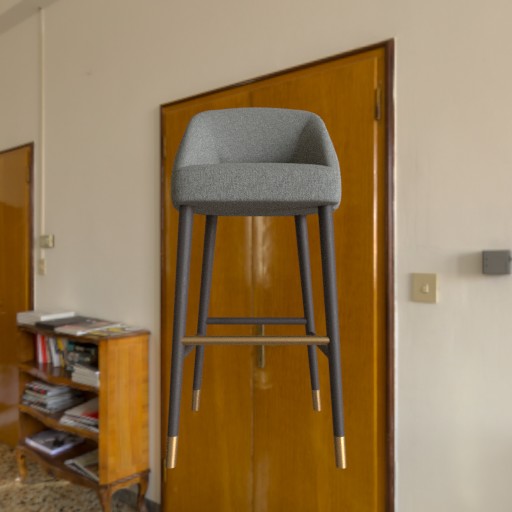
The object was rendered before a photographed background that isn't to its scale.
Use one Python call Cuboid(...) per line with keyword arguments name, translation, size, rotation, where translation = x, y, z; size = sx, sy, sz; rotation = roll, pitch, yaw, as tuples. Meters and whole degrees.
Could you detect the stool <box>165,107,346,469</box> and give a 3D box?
Cuboid(name="stool", translation=(0.000, 0.000, 1.392), size=(0.536, 1.089, 0.524), rotation=(0, 0, 0))
